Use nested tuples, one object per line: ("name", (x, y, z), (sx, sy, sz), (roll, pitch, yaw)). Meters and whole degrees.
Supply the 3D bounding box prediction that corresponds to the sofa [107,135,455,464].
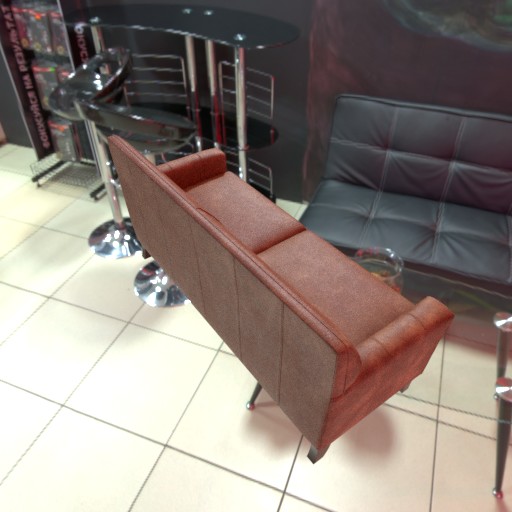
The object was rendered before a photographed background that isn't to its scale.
("sofa", (0.000, 0.000, 2.563), (0.805, 0.947, 2.053), (-25, 46, -27))
